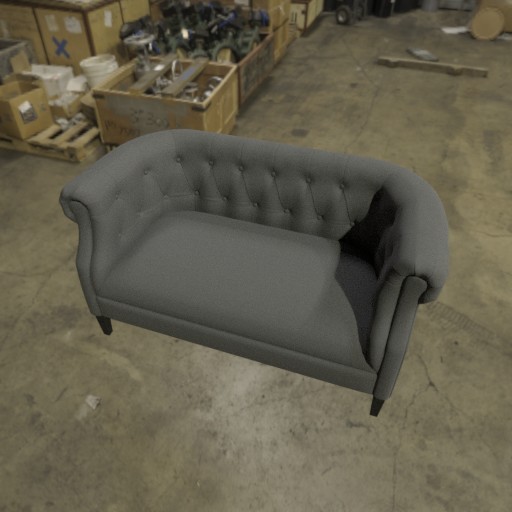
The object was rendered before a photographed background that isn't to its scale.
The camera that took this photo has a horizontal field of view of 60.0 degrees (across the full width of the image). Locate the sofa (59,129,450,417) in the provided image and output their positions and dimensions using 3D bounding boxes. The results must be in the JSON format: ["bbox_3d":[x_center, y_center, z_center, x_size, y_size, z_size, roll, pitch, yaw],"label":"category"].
[{"bbox_3d":[0.000,0.000,2.084,1.558,0.827,0.835,13,43,14],"label":"sofa"}]
